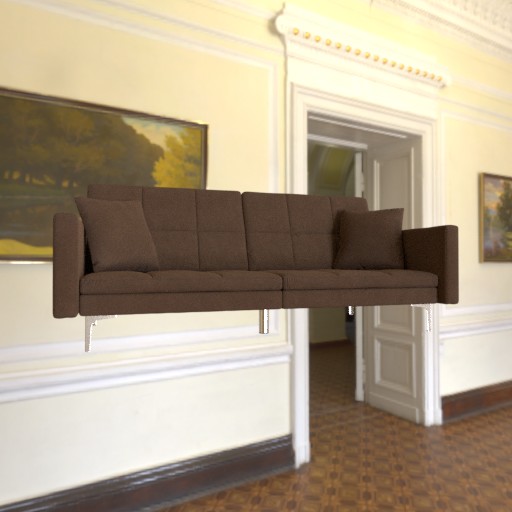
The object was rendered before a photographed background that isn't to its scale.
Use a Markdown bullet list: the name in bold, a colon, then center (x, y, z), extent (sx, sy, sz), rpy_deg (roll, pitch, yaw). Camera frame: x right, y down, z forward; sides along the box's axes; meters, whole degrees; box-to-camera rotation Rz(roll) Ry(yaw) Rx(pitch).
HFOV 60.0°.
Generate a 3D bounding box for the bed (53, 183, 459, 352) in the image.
- **bed**: center (0.000, 0.000, 2.383), extent (1.905, 0.787, 0.889), rpy_deg (0, -1, -18)
